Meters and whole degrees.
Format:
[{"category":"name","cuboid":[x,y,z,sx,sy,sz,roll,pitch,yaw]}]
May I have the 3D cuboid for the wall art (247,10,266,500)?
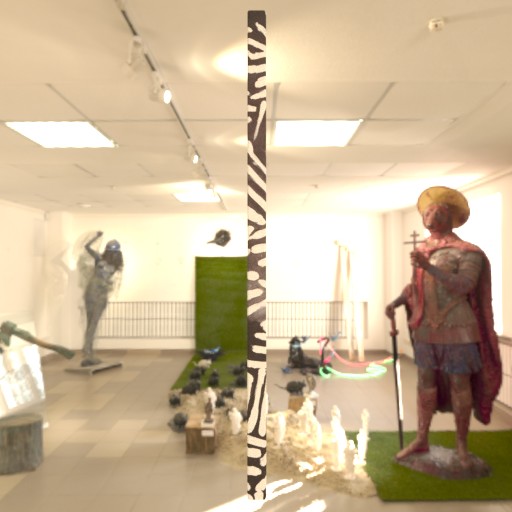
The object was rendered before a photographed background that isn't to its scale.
[{"category":"wall art","cuboid":[0.000,0.000,1.135,0.035,0.918,0.615,0,-1,0]}]
